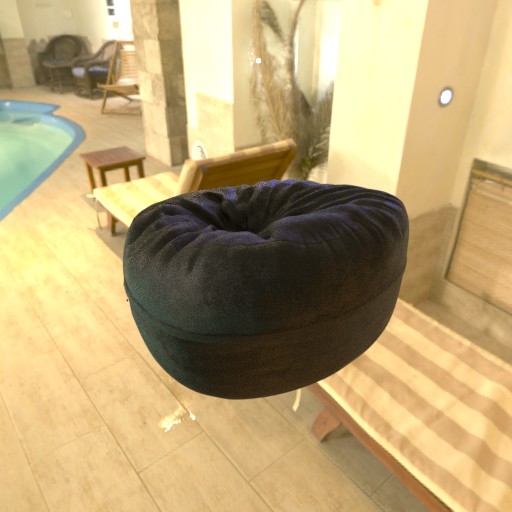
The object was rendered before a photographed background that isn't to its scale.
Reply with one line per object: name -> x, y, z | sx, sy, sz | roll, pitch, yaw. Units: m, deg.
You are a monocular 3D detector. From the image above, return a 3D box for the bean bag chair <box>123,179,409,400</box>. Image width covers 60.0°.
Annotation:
bean bag chair -> 0.000, 0.000, 2.486 | 1.524, 0.878, 1.524 | -18, 35, -29
